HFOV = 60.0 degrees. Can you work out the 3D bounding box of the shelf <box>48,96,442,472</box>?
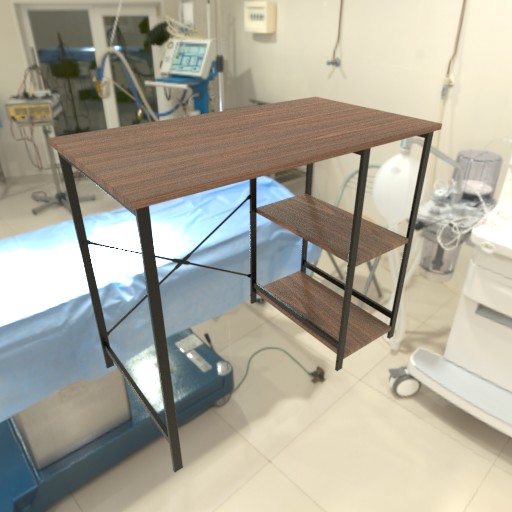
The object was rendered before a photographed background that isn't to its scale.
[{"bbox_3d":[0.000,0.000,1.334,0.902,0.750,0.498,-21,36,-32],"label":"shelf"}]
